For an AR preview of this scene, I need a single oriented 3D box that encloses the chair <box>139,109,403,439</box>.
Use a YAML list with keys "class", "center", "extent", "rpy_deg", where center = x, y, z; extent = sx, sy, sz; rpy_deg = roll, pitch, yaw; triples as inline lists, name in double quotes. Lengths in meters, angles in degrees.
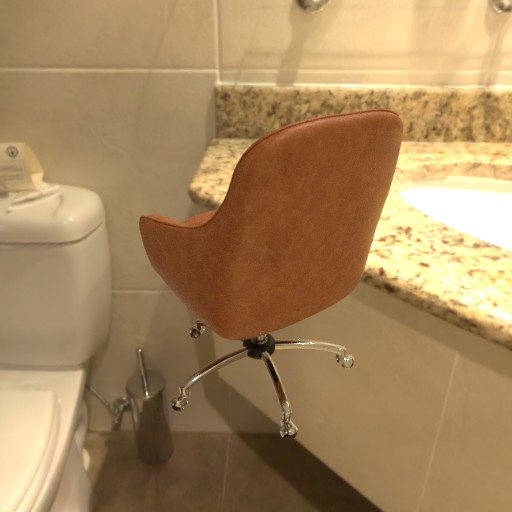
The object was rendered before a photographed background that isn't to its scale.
- class: "chair"
  center: [0.000, 0.000, 1.310]
  extent: [0.628, 0.909, 0.615]
  rpy_deg: [-19, 34, -30]
